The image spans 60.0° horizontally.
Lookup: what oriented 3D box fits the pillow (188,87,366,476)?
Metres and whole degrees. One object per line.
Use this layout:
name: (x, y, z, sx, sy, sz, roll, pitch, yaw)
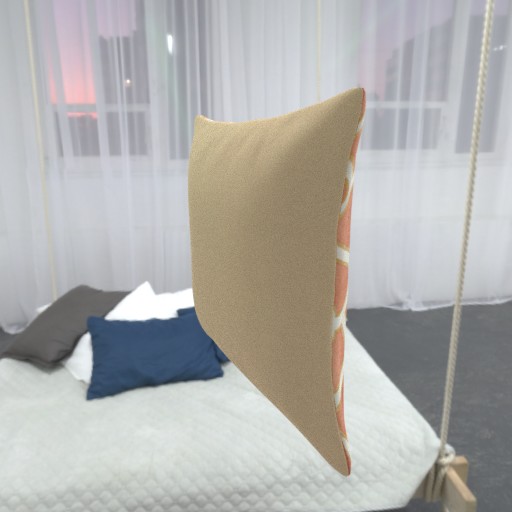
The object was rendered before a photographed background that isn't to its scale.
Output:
pillow: (0.000, 0.000, 0.786, 0.166, 0.508, 0.552, -7, 16, -26)
